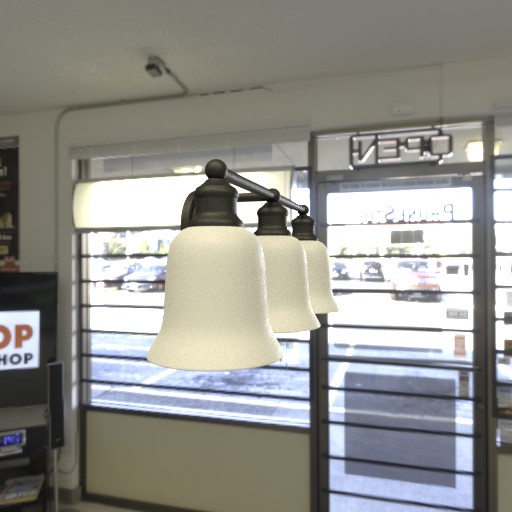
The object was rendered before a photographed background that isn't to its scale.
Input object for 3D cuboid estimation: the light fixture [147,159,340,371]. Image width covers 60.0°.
[{"bbox_3d":[0.000,0.000,0.684,0.198,0.211,0.570,0,0,19],"label":"light fixture"}]
